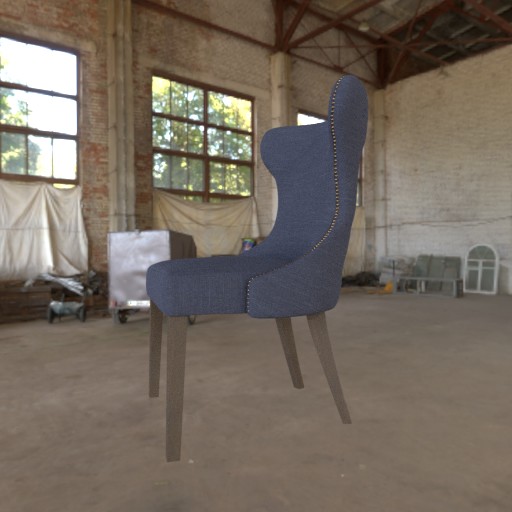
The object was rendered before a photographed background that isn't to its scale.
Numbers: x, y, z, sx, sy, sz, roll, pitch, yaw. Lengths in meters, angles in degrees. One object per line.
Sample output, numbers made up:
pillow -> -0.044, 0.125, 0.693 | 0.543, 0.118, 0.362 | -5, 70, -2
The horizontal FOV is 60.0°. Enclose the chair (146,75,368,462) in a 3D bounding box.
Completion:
chair -> 0.000, 0.000, 1.382 | 0.635, 0.967, 0.628 | 0, 1, -18
